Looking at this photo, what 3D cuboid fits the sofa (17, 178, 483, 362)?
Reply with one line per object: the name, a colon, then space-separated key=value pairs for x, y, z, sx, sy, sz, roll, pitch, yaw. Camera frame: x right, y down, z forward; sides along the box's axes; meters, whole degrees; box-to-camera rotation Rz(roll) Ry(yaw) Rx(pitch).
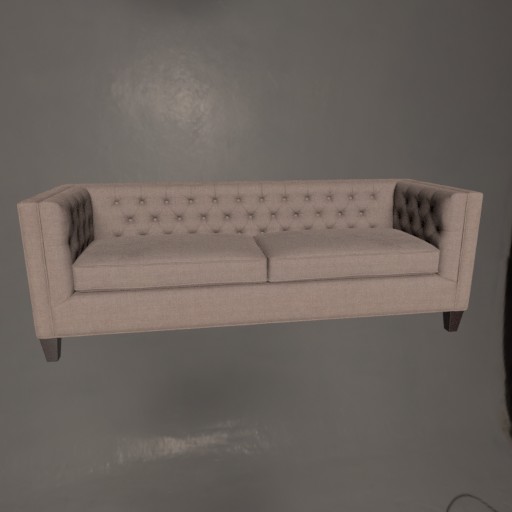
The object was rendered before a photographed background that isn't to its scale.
sofa: x=0.000 y=0.000 z=2.480 sx=2.159 sy=0.762 sz=0.775 roll=-2 pitch=15 yaw=-9
